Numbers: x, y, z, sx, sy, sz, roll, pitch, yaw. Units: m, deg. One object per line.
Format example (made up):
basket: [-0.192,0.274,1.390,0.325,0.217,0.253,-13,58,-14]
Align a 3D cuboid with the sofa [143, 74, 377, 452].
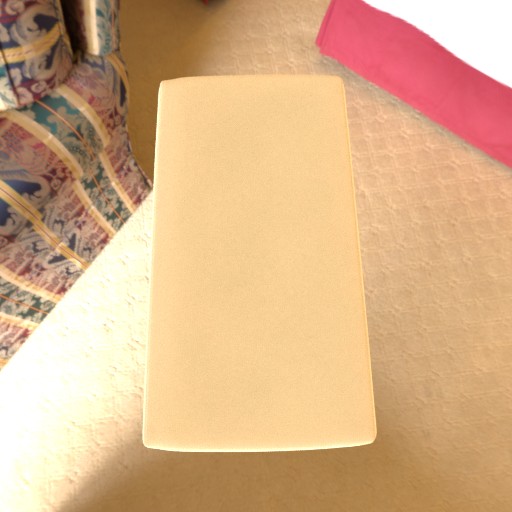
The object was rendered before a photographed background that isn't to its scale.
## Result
sofa: [0.000,0.000,2.100,0.939,0.552,1.677,-1,73,0]
